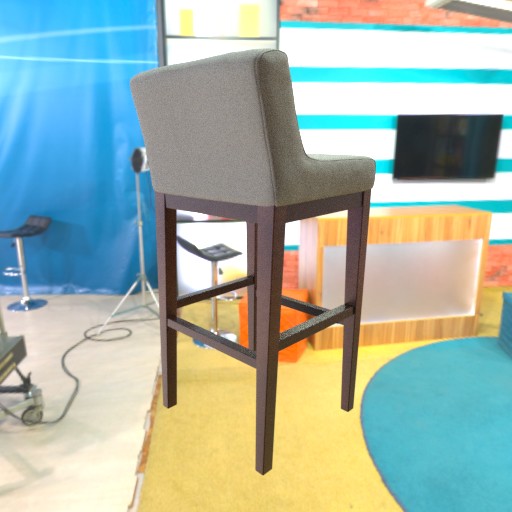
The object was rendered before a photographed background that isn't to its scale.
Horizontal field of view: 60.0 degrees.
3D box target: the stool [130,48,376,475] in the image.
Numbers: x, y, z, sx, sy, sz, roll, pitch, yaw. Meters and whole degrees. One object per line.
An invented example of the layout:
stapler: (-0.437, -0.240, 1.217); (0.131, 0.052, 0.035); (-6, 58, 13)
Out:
stool: (0.000, 0.000, 1.323); (0.511, 1.037, 0.500); (14, 20, 43)
